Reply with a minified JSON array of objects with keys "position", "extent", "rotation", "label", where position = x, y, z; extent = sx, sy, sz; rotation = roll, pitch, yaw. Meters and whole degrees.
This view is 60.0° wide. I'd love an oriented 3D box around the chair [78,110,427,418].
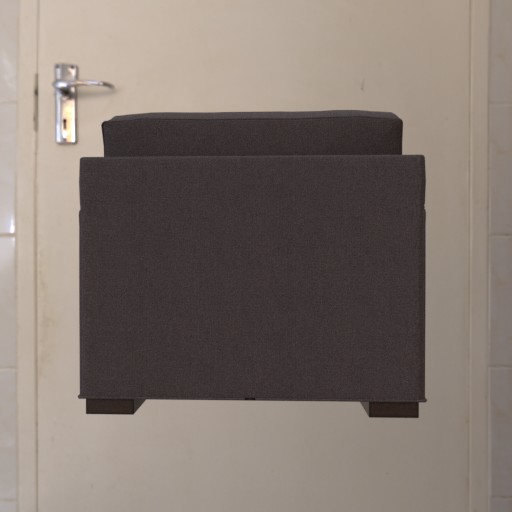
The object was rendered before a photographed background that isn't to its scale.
[{"position":[0.000,0.000,1.771],"extent":[0.997,0.913,1.043],"rotation":[0,0,2],"label":"chair"}]
